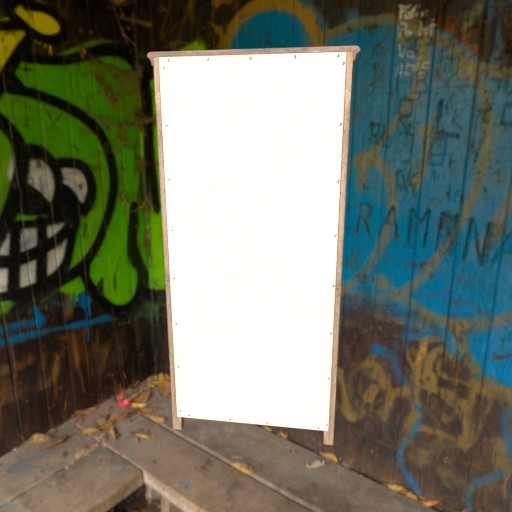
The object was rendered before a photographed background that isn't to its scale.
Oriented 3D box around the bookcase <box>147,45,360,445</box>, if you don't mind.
[{"bbox_3d":[0.000,0.000,2.257,0.906,1.880,0.348,2,15,9],"label":"bookcase"}]
